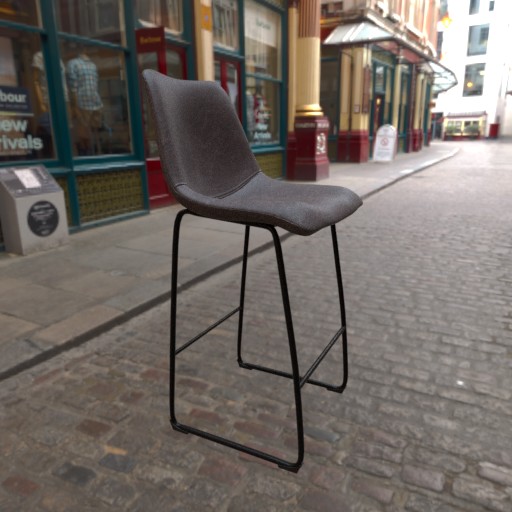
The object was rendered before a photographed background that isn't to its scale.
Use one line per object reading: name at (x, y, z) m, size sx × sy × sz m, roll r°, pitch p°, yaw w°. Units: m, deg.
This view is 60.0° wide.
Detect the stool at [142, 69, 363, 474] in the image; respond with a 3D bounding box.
stool at (0.000, 0.000, 1.388) m, size 0.561 × 1.082 × 0.514 m, roll 8°, pitch 17°, yaw 26°
